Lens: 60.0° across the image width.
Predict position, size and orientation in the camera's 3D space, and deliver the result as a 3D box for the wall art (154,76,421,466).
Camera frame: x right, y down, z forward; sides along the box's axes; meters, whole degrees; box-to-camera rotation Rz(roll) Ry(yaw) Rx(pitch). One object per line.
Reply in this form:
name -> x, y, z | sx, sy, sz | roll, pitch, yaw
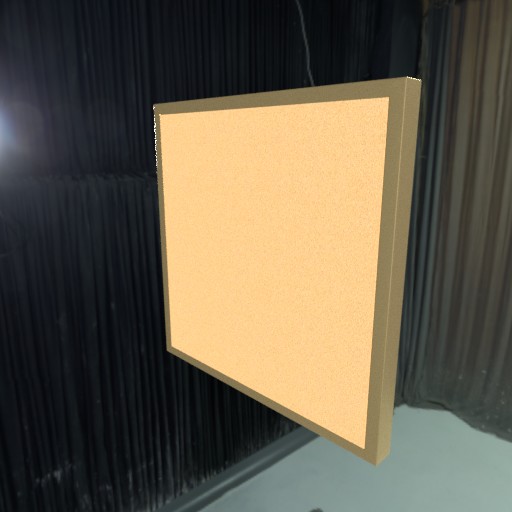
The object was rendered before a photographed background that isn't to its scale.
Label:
wall art -> 0.000, 0.000, 0.445 | 0.305, 0.305, 0.023 | 14, 20, 43
